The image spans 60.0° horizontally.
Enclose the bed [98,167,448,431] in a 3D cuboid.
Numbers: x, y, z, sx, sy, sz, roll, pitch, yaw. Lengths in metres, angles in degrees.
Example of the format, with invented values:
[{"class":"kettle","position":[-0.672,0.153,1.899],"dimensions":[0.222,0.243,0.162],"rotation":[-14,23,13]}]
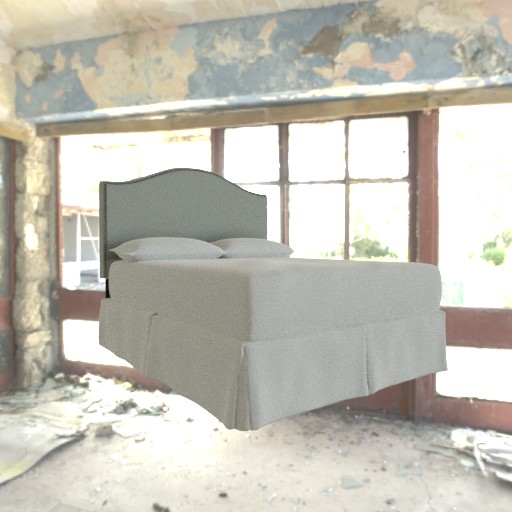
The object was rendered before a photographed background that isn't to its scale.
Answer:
[{"class":"bed","position":[0.000,0.000,3.369],"dimensions":[1.813,1.607,2.180],"rotation":[-1,2,-36]}]
